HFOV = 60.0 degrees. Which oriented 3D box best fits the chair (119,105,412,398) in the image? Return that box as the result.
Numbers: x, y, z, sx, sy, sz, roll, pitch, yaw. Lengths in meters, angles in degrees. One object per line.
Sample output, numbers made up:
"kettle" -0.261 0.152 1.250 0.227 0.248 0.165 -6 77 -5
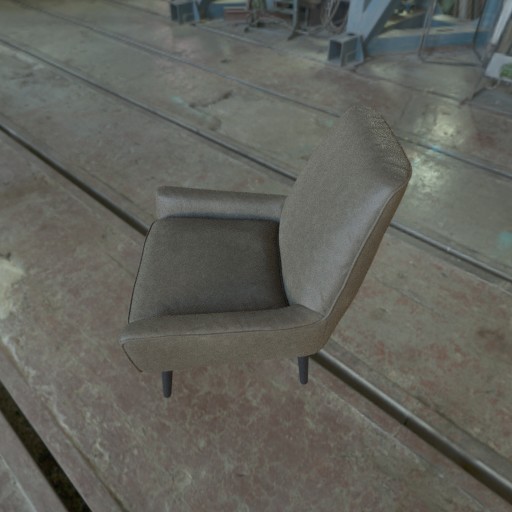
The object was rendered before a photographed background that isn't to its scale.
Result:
"chair" 0.000 0.000 1.538 0.824 0.888 0.787 -1 41 -1
